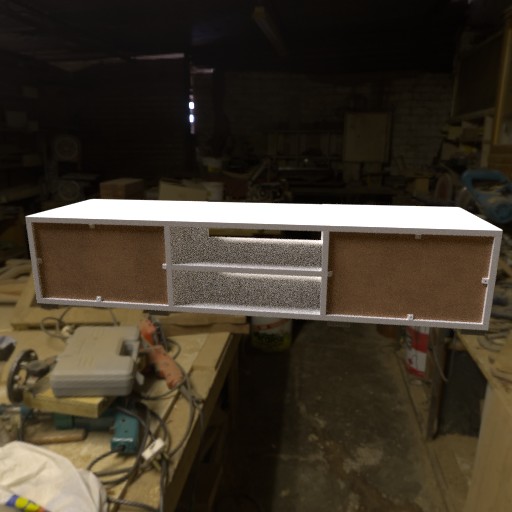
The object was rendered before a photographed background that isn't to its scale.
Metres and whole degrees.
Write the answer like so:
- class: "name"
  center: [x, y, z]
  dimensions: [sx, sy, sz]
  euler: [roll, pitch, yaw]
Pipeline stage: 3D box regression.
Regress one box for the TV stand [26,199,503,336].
- class: "TV stand"
  center: [0.000, 0.000, 1.528]
  dimensions: [1.400, 0.310, 0.420]
  euler: [2, 15, 9]
